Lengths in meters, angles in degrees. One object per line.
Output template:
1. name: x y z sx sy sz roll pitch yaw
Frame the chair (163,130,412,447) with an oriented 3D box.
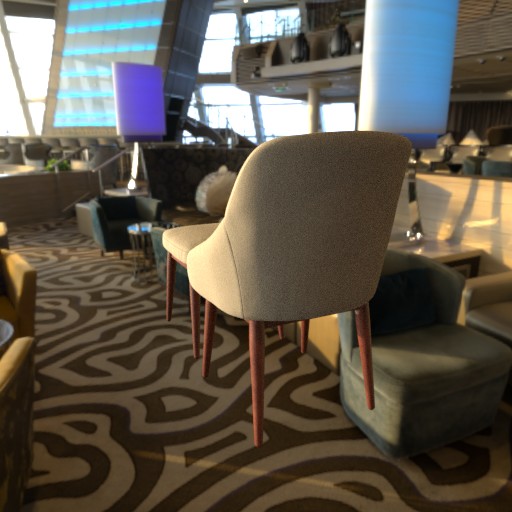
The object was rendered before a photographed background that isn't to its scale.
1. chair: 0.000 0.000 1.613 0.584 0.866 1.114 -7 17 -25
